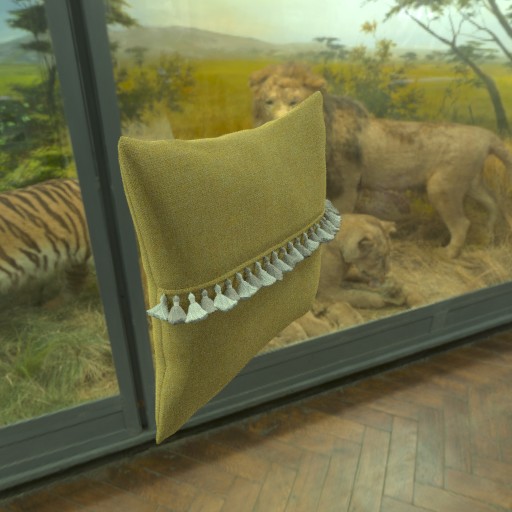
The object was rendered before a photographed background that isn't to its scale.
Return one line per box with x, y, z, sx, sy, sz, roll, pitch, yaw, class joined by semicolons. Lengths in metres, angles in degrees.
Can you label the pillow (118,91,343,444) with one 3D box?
0.000;0.000;0.752;0.167;0.481;0.485;19;33;31;pillow
